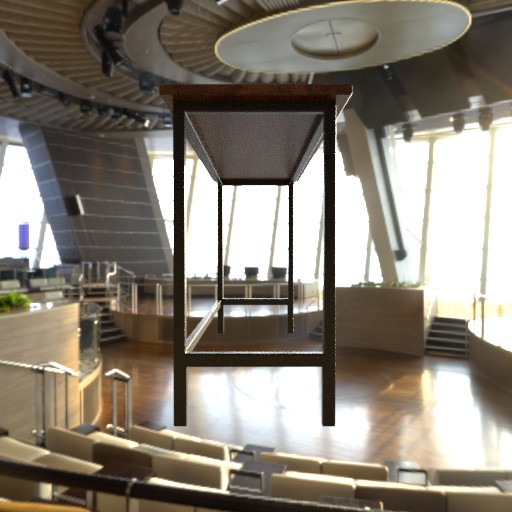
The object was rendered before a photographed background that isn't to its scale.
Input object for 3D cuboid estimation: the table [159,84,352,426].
[{"bbox_3d":[0.000,0.000,1.538,0.408,0.740,1.204,0,1,0],"label":"table"}]
